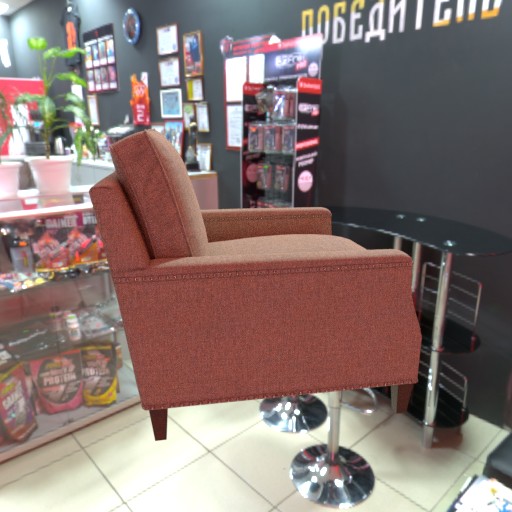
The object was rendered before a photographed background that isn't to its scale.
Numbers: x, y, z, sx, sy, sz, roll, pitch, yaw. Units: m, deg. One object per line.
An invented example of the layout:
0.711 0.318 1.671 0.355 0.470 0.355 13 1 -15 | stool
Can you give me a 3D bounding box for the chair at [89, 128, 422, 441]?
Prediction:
0.000 0.000 1.702 1.014 0.943 0.853 -3 17 -9 | chair
